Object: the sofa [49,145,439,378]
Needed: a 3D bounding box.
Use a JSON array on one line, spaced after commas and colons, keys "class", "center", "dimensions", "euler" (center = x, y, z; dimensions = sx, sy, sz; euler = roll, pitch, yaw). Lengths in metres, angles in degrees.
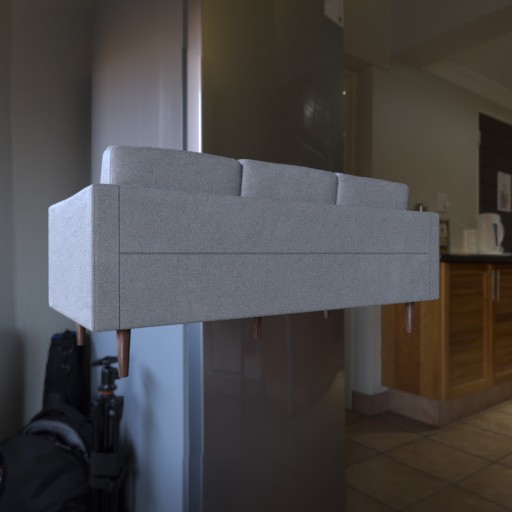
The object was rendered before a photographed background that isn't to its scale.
[{"class": "sofa", "center": [0.000, 0.000, 2.456], "dimensions": [1.983, 0.918, 0.944], "euler": [0, 0, -34]}]
